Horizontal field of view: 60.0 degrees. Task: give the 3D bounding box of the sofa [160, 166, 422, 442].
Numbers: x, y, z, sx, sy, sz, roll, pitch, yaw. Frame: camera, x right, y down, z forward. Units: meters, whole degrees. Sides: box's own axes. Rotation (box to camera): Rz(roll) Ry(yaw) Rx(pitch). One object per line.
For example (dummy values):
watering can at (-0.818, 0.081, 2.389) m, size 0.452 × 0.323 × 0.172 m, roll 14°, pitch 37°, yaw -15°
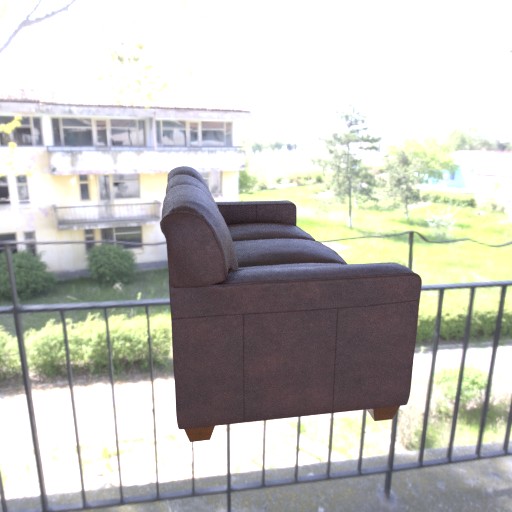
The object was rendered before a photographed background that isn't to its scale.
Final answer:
sofa at (0.000, 0.000, 2.590) m, size 1.008 × 0.953 × 2.039 m, roll -3°, pitch 15°, yaw -10°
